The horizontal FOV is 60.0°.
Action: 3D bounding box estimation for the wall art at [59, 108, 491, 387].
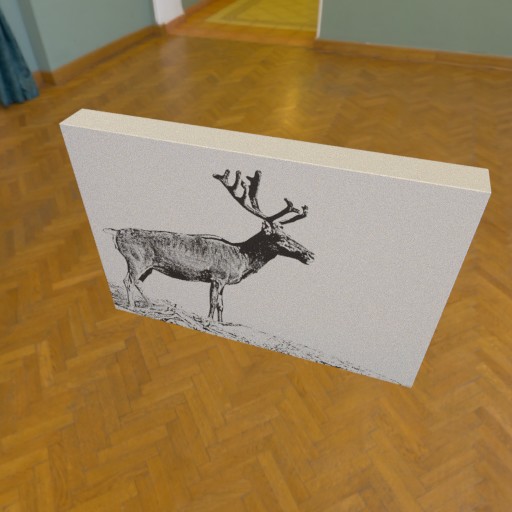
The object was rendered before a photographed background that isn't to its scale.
[{"bbox_3d":[0.000,0.000,0.473,0.381,0.259,0.038,12,43,14],"label":"wall art"}]
